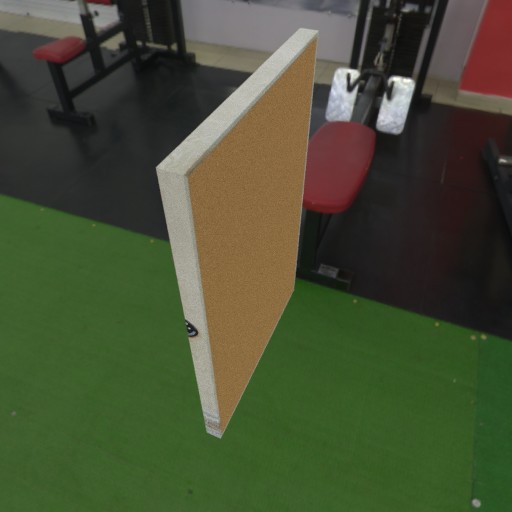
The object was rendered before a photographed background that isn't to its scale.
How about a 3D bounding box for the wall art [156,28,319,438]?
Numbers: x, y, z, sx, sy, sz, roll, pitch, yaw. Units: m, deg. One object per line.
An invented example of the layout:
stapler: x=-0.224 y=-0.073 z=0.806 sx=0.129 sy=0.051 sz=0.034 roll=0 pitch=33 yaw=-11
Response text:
wall art: x=0.000 y=0.000 z=0.958 sx=0.038 sy=0.764 sz=0.508 roll=17 pitch=48 yaw=16
